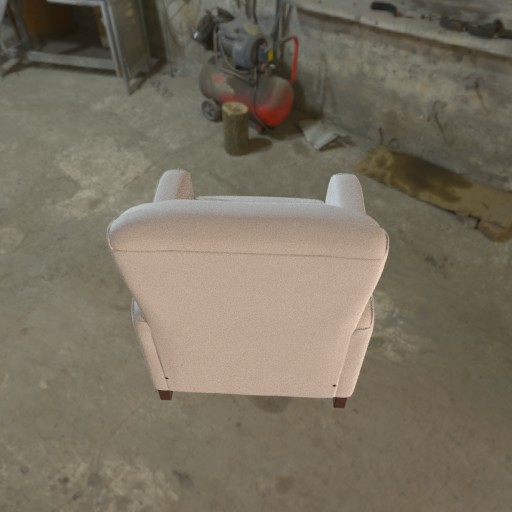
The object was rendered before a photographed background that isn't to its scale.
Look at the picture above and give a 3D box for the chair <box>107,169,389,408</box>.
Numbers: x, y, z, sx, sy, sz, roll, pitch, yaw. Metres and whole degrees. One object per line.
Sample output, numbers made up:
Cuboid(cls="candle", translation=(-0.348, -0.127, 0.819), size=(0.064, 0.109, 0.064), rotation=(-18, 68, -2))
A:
Cuboid(cls="chair", translation=(0.000, 0.000, 1.670), size=(0.841, 1.028, 0.858), rotation=(2, 46, 2))
